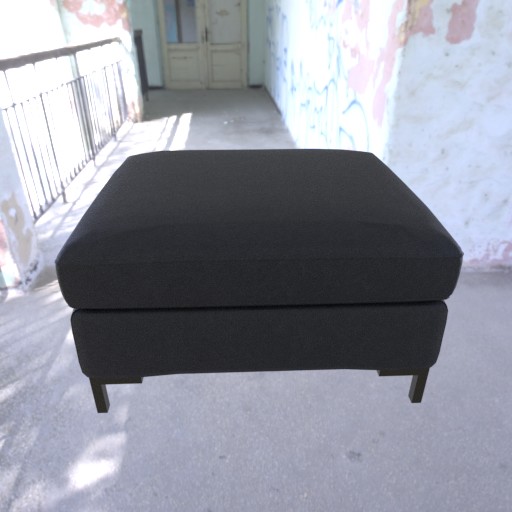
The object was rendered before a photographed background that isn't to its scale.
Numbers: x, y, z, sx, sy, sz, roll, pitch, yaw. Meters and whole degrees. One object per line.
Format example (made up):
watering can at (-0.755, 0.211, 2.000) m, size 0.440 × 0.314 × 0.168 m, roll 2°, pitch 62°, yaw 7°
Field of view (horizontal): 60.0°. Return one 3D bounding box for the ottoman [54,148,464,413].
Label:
ottoman at (0.000, 0.000, 1.789) m, size 1.187 × 0.696 × 0.967 m, roll -1°, pitch 29°, yaw -2°
